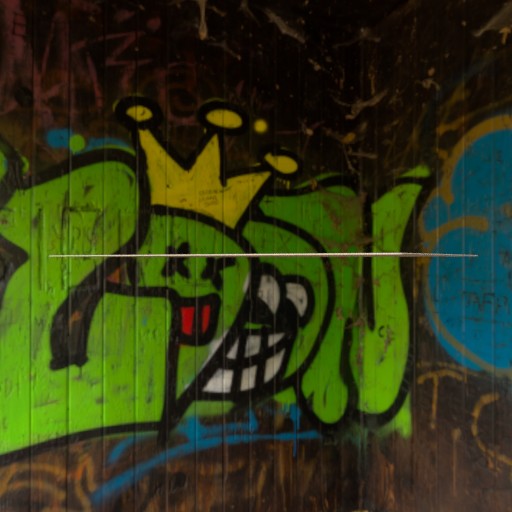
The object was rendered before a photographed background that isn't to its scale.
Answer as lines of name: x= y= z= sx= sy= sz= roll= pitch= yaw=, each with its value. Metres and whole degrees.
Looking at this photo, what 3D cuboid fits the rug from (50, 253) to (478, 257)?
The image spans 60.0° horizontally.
rug: x=0.000 y=0.000 z=2.952 sx=2.438 sy=0.008 sz=1.523 roll=0 pitch=0 yaw=36
